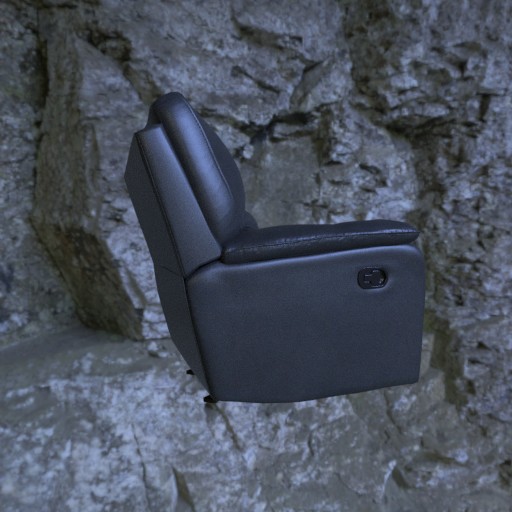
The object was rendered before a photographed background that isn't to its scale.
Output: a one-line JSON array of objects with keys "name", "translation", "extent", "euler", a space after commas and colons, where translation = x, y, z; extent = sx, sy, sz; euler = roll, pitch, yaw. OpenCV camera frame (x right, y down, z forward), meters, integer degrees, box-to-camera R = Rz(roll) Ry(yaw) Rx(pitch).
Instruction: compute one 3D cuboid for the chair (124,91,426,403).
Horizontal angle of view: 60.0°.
[{"name": "chair", "translation": [0.000, 0.000, 1.958], "extent": [1.087, 1.109, 1.096], "euler": [0, 1, -18]}]
